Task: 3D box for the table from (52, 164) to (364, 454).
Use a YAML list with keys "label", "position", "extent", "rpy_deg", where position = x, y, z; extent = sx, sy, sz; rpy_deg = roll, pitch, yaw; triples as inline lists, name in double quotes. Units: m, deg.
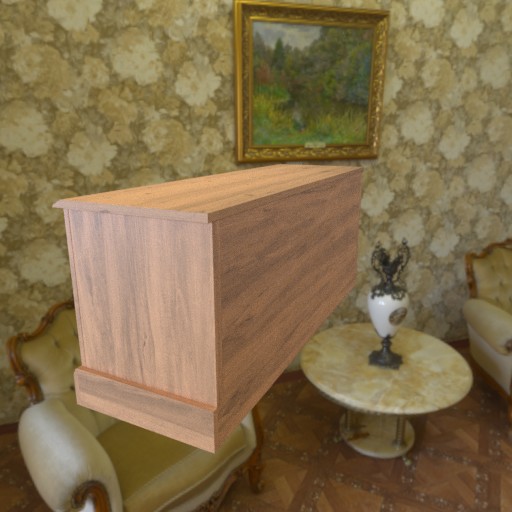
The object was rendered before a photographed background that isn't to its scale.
- label: "table"
  position: [0.000, 0.000, 1.464]
  extent: [0.400, 0.510, 1.200]
  rpy_deg: [8, 17, 25]
